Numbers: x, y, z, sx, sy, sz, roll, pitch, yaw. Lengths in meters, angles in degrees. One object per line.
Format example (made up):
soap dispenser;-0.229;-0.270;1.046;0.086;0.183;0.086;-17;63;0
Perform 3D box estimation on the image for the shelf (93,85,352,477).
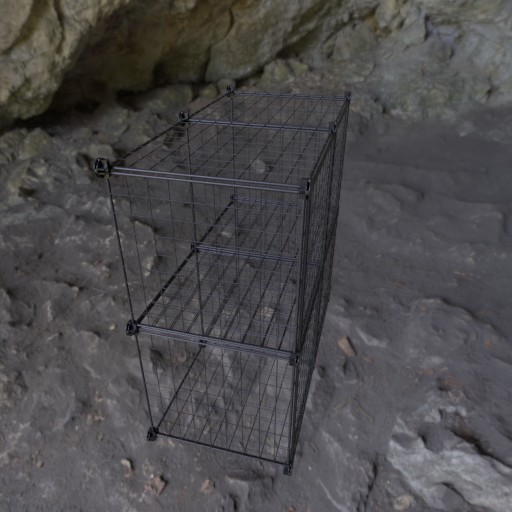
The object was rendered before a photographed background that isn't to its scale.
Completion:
shelf;0.000;0.000;1.152;0.356;0.711;0.711;8;32;13
